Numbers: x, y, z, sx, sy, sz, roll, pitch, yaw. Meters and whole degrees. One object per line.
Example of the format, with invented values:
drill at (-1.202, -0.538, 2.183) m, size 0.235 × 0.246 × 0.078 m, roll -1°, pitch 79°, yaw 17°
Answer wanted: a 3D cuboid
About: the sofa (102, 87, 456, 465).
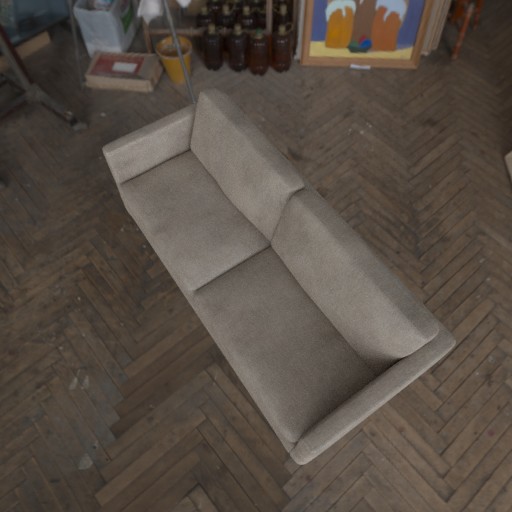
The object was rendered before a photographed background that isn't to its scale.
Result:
sofa at (0.000, 0.000, 2.736) m, size 0.951 × 0.965 × 2.208 m, roll -31°, pitch 65°, yaw -16°
